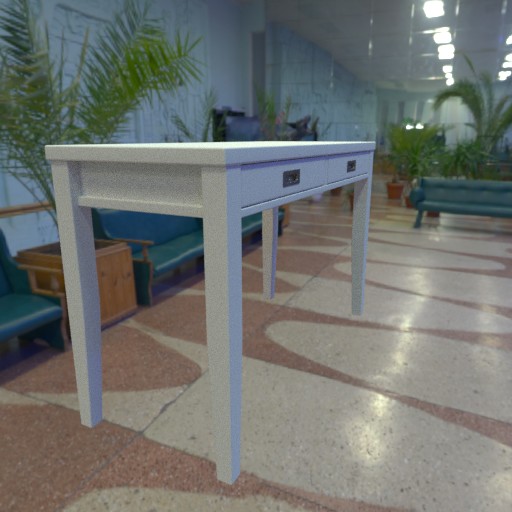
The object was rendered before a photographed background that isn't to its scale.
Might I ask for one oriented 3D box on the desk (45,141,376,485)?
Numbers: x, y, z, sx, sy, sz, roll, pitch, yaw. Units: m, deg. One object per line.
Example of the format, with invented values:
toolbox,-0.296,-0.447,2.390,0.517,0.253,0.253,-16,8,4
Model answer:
desk,0.000,0.000,1.569,0.508,0.775,1.220,8,17,27
